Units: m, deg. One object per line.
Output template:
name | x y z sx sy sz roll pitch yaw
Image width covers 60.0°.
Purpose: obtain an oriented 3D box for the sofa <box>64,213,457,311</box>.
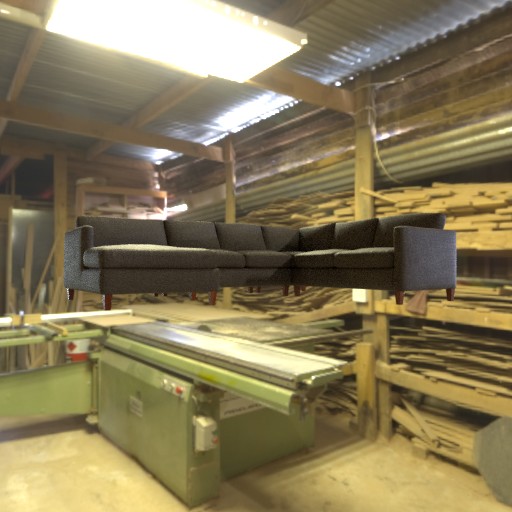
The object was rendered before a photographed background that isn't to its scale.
sofa | 0.000 0.000 4.795 3.460 0.961 2.594 1 -2 -34
